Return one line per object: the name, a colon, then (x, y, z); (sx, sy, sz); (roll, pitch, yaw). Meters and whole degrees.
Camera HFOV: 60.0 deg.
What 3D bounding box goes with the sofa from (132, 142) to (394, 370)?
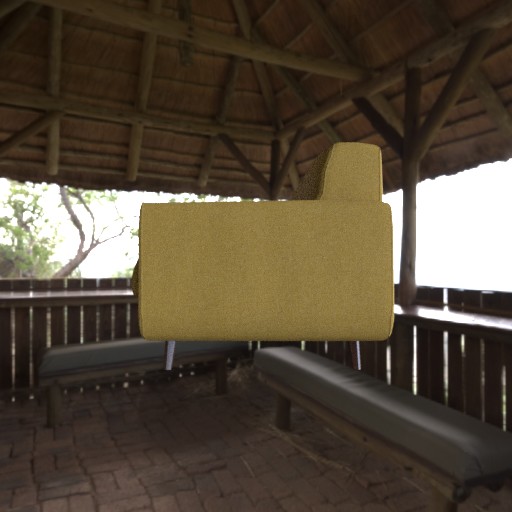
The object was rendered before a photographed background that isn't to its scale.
sofa: (0.000, 0.000, 2.477); (0.909, 0.841, 2.029); (0, 0, 0)
